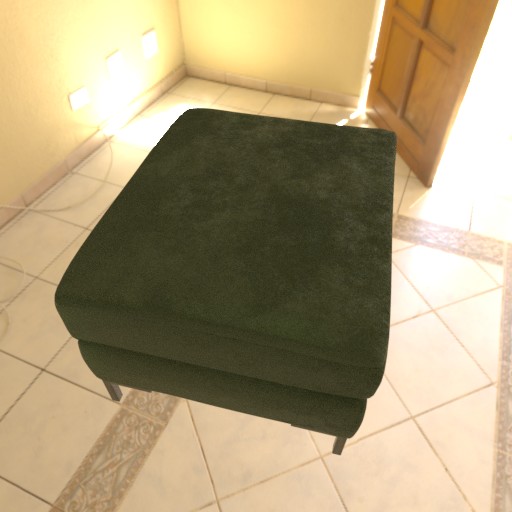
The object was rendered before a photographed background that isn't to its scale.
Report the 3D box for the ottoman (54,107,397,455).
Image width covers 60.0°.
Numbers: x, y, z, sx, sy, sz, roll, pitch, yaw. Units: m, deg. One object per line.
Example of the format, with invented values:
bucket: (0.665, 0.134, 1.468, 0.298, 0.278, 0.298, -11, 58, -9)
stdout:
ottoman: (0.000, 0.000, 1.287, 0.701, 0.538, 0.839, 10, 47, 9)
